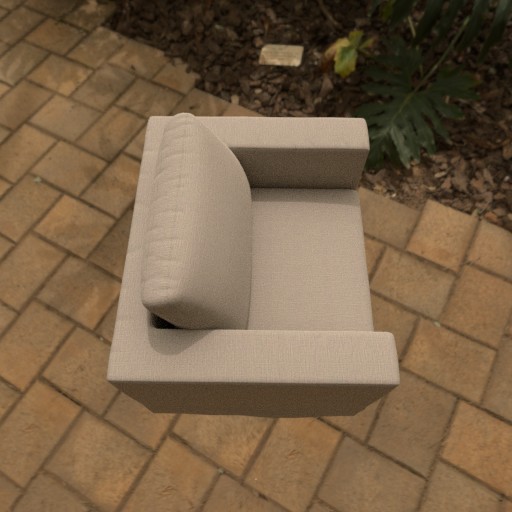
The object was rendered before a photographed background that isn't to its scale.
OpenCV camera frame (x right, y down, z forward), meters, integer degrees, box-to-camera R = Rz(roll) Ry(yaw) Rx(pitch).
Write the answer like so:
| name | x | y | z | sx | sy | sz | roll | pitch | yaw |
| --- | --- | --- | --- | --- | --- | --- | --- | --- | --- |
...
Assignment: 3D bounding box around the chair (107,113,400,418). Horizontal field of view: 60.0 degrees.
| name | x | y | z | sx | sy | sz | roll | pitch | yaw |
| --- | --- | --- | --- | --- | --- | --- | --- | --- | --- |
| chair | 0.000 | 0.000 | 1.817 | 0.957 | 0.878 | 1.150 | 1 | 63 | 0 |
